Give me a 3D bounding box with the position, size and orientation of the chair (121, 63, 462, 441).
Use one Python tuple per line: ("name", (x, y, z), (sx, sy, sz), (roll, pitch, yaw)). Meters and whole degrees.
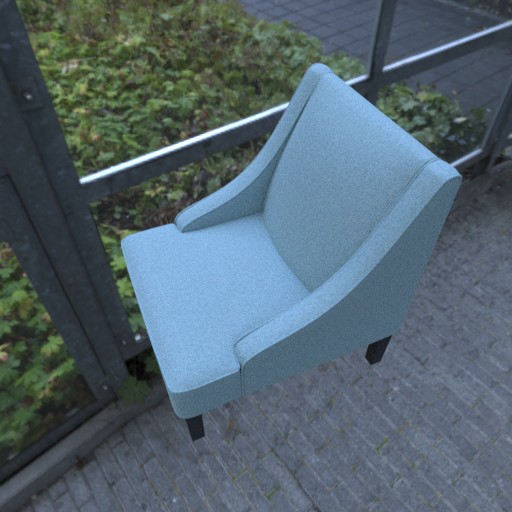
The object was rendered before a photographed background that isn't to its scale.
("chair", (0.000, 0.000, 1.867), (1.025, 1.133, 0.857), (-18, 50, -16))
